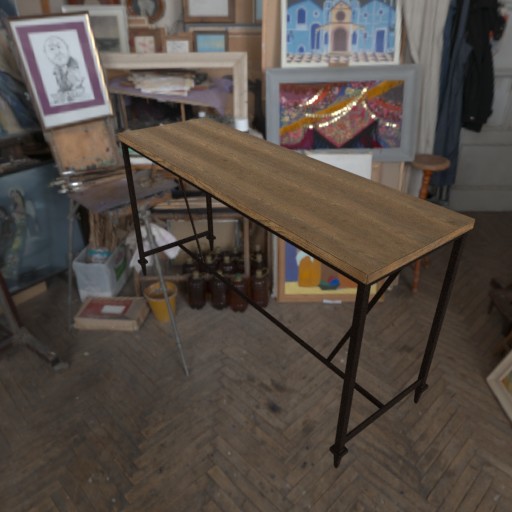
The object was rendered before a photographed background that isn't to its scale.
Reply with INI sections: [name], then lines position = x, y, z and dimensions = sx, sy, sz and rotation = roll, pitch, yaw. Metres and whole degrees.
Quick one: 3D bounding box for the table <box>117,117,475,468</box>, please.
[table]
position = 0.000, 0.000, 2.144
dimensions = 0.551, 0.902, 1.700
rotation = -22, 38, -31
